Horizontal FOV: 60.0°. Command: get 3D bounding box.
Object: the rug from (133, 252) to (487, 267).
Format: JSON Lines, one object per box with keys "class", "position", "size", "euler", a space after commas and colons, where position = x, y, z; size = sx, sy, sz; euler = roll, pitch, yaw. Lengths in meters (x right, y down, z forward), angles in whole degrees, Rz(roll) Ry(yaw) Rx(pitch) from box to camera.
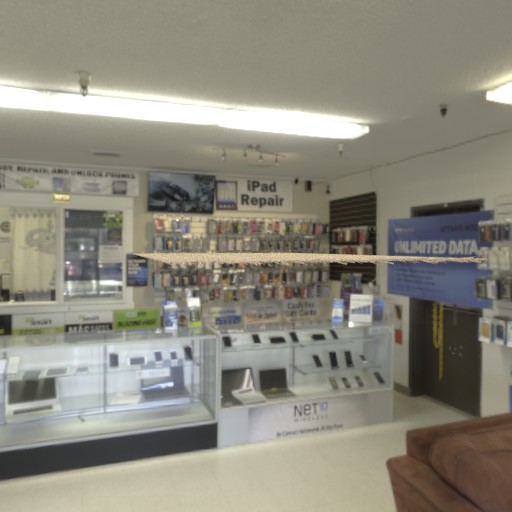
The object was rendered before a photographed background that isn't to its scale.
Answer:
{"class": "rug", "position": [0.000, 0.000, 3.074], "size": [1.528, 0.034, 2.523], "euler": [0, 1, -19]}
